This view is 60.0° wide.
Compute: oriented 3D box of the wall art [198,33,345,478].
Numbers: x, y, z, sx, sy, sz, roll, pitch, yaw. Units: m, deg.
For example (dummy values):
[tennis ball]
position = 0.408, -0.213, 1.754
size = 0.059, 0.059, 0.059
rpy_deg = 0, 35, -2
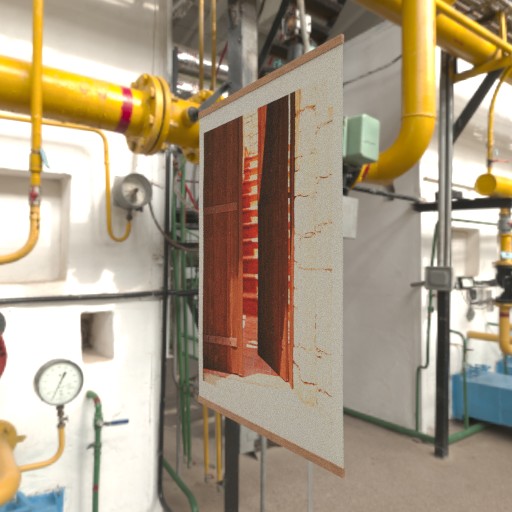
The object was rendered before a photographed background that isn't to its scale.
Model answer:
[wall art]
position = 0.000, 0.000, 1.933
size = 0.019, 1.527, 1.019
rpy_deg = 0, -1, -36
